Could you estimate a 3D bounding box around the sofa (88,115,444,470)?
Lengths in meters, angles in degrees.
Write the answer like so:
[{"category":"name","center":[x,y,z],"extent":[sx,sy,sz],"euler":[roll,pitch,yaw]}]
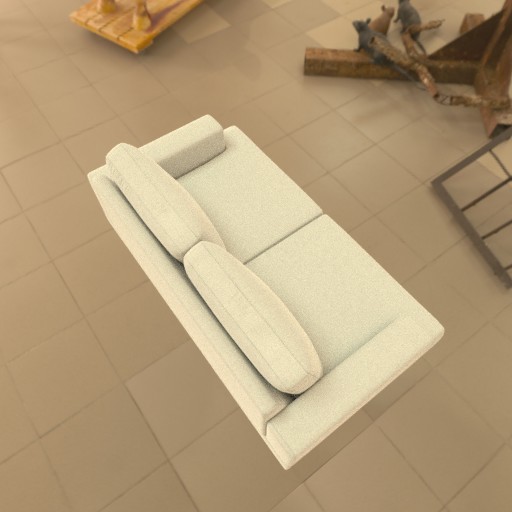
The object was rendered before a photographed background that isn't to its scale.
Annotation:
[{"category":"sofa","center":[0.000,0.000,2.161],"extent":[0.920,0.810,1.650],"euler":[-33,64,-18]}]
